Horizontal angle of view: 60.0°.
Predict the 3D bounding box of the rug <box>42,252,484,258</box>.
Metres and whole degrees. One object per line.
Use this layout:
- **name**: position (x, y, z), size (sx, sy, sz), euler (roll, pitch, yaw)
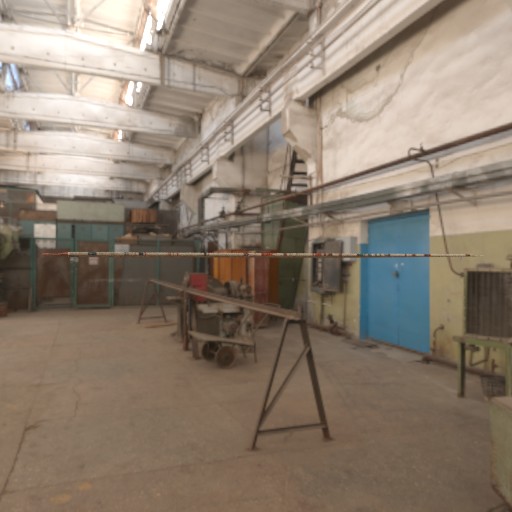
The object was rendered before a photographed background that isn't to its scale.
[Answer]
- **rug**: position (0.000, 0.000, 2.446), size (1.997, 0.010, 1.218), euler (0, -1, -19)
